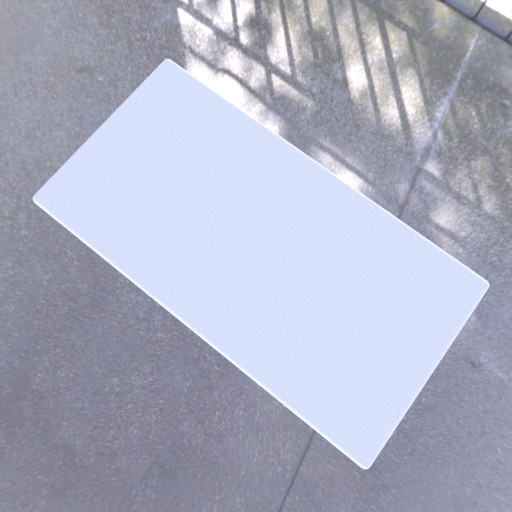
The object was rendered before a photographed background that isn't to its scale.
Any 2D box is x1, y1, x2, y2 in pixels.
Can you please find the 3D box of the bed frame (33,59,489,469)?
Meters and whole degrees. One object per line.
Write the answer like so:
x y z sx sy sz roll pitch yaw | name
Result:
0.000 0.000 2.374 1.950 0.659 1.023 37 79 9 | bed frame
